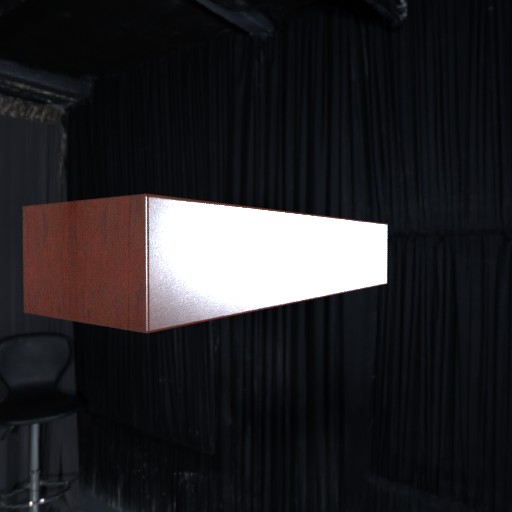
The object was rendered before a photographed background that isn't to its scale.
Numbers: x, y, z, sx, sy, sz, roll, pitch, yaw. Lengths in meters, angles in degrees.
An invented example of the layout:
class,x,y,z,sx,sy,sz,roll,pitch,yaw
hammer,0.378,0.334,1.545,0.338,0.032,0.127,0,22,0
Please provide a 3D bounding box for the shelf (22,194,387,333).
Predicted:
class,x,y,z,sx,sy,sz,roll,pitch,yaw
shelf,0.000,0.000,0.512,0.152,0.088,0.457,1,1,35
